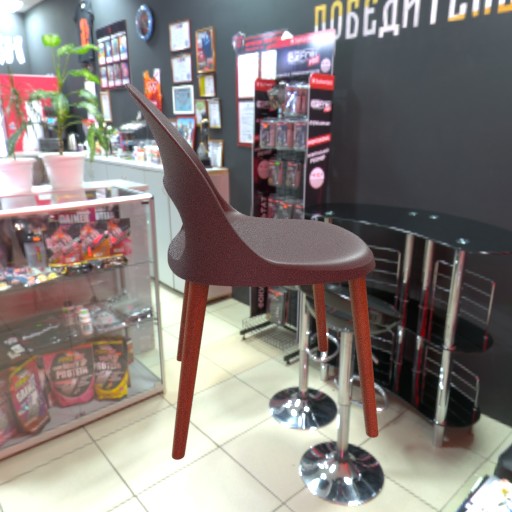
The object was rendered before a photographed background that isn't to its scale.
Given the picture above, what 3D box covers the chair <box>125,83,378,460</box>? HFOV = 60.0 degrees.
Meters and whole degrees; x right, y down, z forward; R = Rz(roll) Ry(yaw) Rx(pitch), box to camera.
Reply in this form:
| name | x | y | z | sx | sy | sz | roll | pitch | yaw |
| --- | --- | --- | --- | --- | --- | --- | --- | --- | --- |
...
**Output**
| name | x | y | z | sx | sy | sz | roll | pitch | yaw |
| --- | --- | --- | --- | --- | --- | --- | --- | --- | --- |
| chair | 0.000 | 0.000 | 1.107 | 0.556 | 0.795 | 0.470 | -2 | 17 | -8 |
